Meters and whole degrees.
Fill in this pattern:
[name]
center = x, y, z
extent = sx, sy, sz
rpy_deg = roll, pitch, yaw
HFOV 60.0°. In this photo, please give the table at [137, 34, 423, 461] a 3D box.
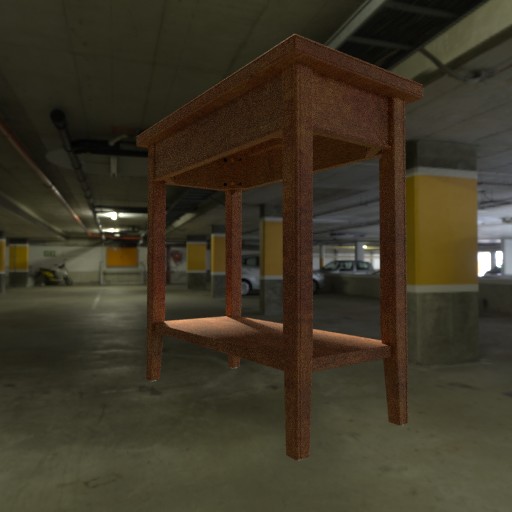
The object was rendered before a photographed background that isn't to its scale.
[table]
center = 0.000, 0.000, 0.950
extent = 0.305, 0.610, 0.610
rpy_deg = 1, -2, -36
